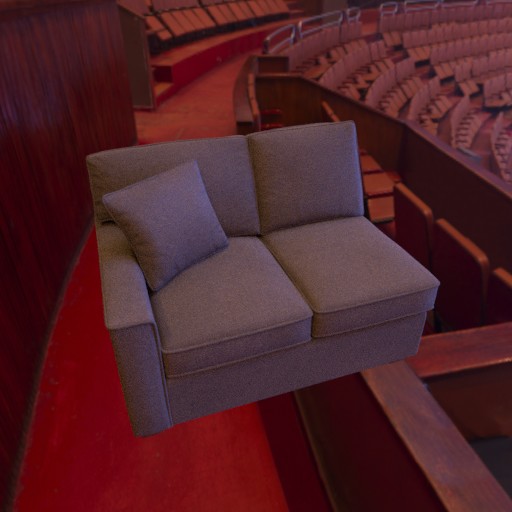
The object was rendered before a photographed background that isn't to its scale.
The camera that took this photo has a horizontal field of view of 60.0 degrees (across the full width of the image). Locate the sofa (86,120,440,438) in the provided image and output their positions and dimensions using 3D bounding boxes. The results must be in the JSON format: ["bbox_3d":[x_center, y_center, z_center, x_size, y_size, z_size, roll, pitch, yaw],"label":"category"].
[{"bbox_3d":[0.000,0.000,2.096,1.388,0.989,0.991,-11,34,-17],"label":"sofa"}]
